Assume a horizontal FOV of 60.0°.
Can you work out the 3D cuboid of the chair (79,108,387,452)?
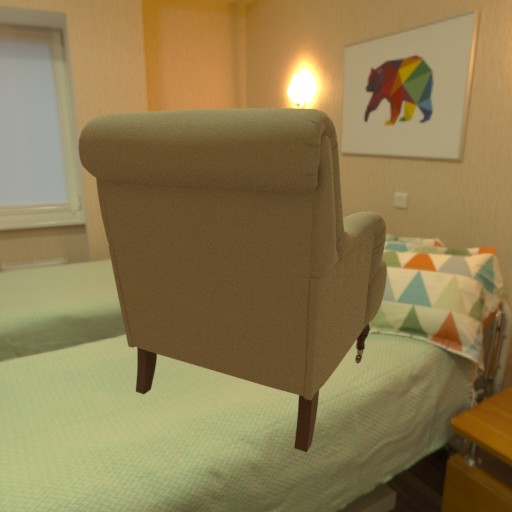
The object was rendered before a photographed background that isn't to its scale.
[{"bbox_3d":[0.000,0.000,1.544,0.766,0.942,0.842,8,17,28],"label":"chair"}]
